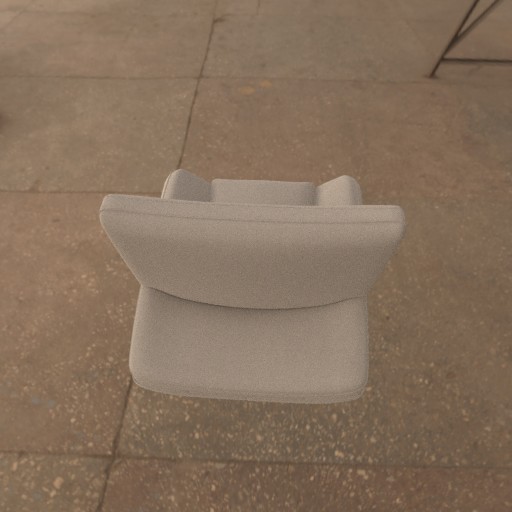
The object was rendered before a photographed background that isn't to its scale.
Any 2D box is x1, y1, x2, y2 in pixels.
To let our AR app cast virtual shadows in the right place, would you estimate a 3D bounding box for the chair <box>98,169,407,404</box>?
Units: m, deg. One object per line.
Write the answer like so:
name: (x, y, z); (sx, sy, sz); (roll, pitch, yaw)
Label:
chair: (0.000, 0.000, 1.662); (0.859, 0.855, 1.008); (3, 47, 2)
